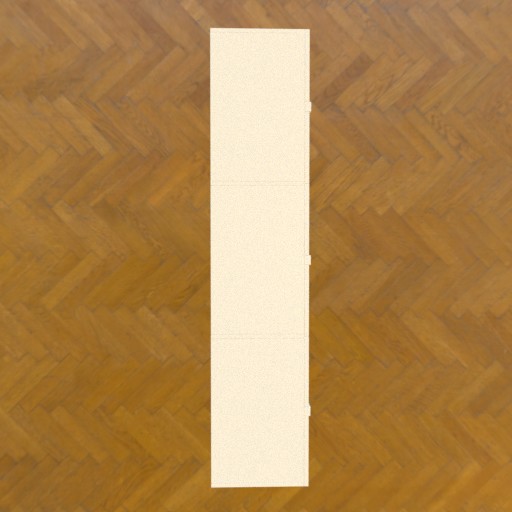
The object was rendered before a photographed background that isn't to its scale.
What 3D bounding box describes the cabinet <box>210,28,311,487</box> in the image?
[{"bbox_3d":[0.000,0.000,3.795,0.590,2.370,2.700,0,91,-1],"label":"cabinet"}]
